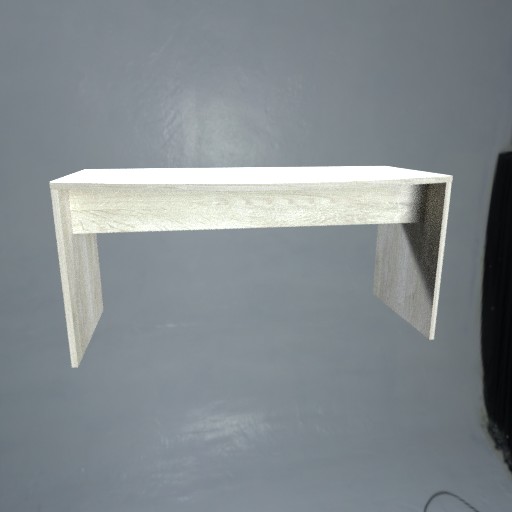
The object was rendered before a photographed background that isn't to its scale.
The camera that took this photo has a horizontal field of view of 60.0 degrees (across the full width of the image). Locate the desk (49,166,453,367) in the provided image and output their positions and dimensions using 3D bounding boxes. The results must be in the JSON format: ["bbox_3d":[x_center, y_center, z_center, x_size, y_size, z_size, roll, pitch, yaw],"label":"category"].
[{"bbox_3d":[0.000,0.000,2.058,1.600,0.752,0.802,-2,15,-9],"label":"desk"}]
